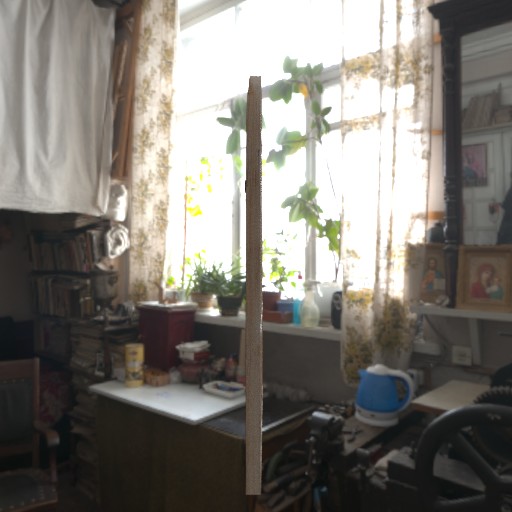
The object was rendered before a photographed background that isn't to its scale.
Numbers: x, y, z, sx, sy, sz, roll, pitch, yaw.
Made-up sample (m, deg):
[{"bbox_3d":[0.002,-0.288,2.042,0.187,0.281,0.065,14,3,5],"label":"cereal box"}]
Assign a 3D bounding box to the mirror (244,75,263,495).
[{"bbox_3d":[0.000,0.000,1.185,0.032,0.920,0.660,0,0,1],"label":"mirror"}]
